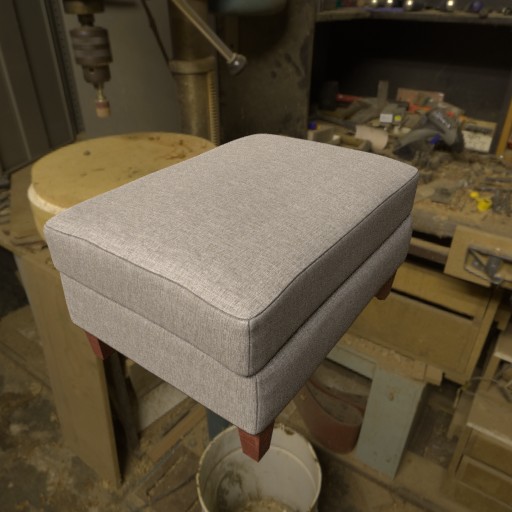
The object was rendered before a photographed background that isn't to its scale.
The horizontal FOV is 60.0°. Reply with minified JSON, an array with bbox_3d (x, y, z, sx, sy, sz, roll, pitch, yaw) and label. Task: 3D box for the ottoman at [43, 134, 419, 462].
[{"bbox_3d":[0.000,0.000,1.252,0.639,0.494,0.873,21,37,30],"label":"ottoman"}]
